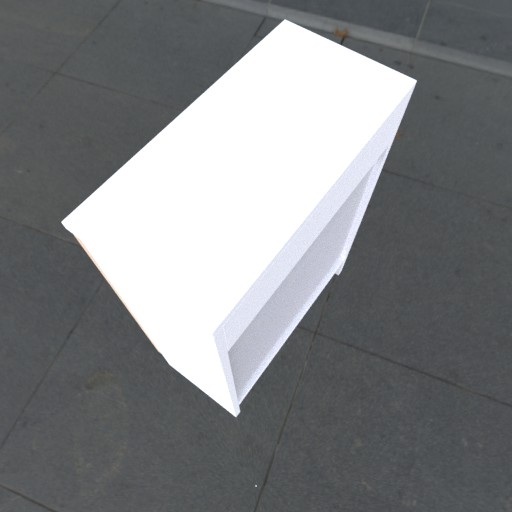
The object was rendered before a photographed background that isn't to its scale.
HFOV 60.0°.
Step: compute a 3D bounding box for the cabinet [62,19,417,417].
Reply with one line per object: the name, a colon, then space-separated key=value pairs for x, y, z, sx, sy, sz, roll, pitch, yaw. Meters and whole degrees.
cabinet: x=0.000 y=0.000 z=1.106 sx=0.296 sy=0.815 sz=0.600 roll=33 pitch=67 yaw=16
